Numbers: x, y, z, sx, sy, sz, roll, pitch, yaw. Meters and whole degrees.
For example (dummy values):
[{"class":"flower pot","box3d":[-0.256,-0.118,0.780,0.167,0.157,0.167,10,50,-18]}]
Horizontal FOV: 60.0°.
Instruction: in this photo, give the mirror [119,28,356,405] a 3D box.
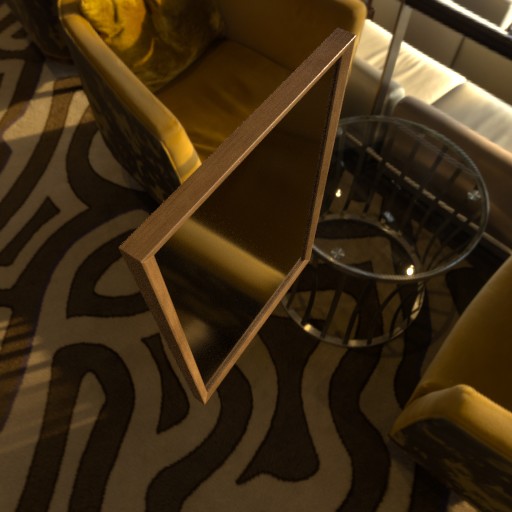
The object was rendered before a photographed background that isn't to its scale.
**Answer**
[{"class":"mirror","box3d":[0.000,0.000,0.909,0.039,0.711,0.508,31,64,17]}]
